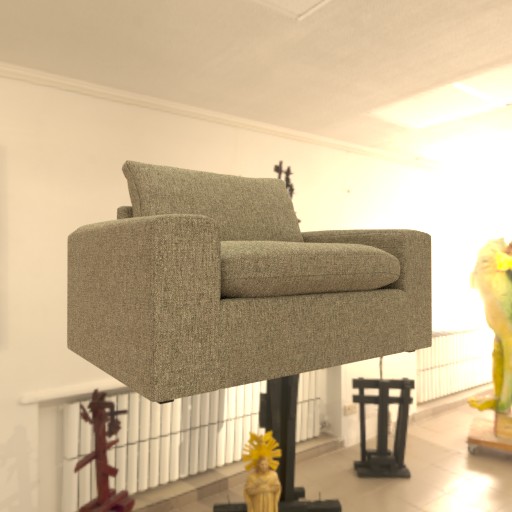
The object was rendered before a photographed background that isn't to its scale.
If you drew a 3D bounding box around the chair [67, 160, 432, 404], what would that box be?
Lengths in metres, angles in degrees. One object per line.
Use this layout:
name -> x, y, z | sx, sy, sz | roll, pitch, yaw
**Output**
chair -> 0.000, 0.000, 2.036 | 1.398, 0.915, 1.039 | 0, -1, -36
